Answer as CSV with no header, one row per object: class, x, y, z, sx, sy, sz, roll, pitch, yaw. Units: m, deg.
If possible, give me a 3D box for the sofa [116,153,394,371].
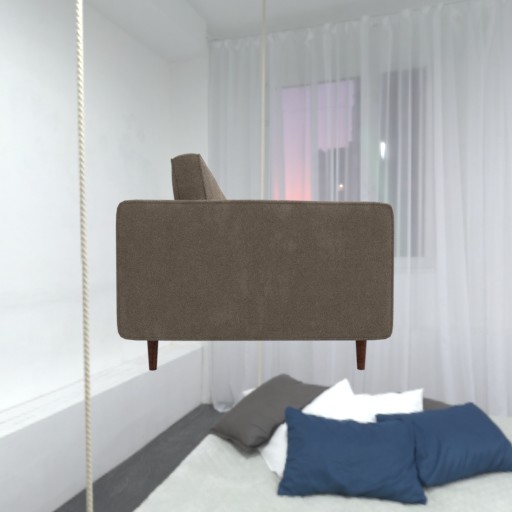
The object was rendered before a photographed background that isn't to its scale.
sofa,0.000,0.000,2.330,0.920,0.769,1.883,0,2,0
